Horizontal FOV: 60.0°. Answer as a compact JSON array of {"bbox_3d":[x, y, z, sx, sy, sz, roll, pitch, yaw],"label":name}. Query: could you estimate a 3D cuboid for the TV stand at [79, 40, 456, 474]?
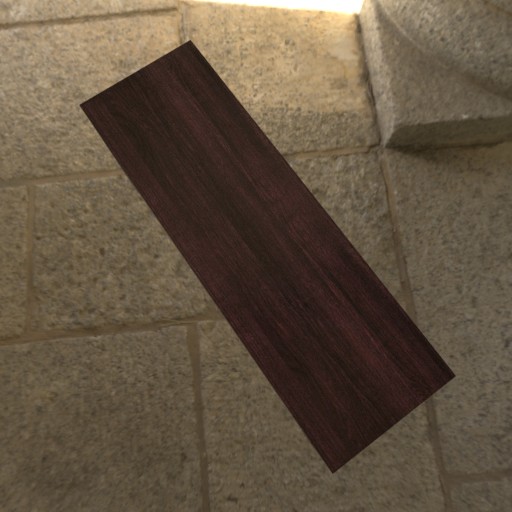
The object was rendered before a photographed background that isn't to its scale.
[{"bbox_3d":[0.000,0.000,1.480,0.404,0.614,1.192,-34,78,-8],"label":"TV stand"}]
